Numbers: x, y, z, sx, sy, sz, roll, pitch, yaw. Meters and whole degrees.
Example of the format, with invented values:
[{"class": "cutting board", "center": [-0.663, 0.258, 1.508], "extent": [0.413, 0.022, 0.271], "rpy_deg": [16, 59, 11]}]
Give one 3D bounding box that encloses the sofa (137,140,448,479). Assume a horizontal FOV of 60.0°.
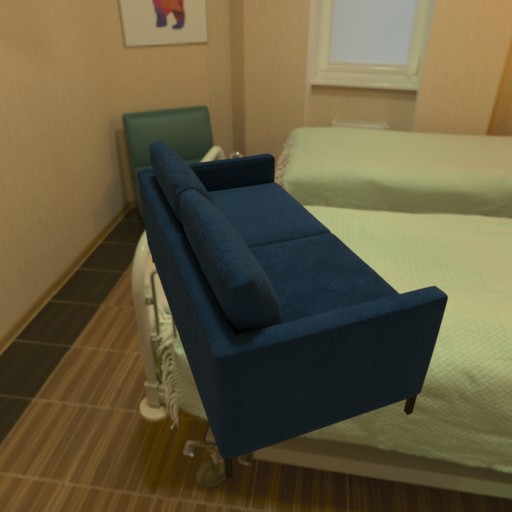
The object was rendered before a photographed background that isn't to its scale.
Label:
[{"class": "sofa", "center": [0.000, 0.000, 2.180], "extent": [0.875, 0.817, 1.676], "rpy_deg": [-11, 33, -18]}]
